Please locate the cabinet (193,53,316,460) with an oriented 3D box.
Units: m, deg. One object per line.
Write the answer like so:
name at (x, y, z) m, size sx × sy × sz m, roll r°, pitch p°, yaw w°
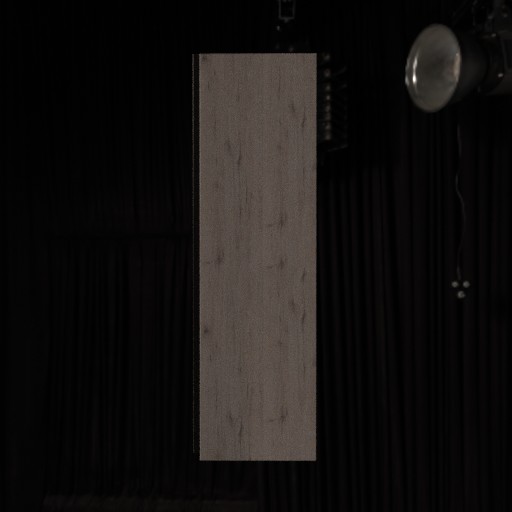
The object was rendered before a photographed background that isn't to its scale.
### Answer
cabinet at (0.000, 0.000, 3.625) m, size 0.660 × 2.180 × 2.500 m, roll 0°, pitch 0°, yaw 0°
